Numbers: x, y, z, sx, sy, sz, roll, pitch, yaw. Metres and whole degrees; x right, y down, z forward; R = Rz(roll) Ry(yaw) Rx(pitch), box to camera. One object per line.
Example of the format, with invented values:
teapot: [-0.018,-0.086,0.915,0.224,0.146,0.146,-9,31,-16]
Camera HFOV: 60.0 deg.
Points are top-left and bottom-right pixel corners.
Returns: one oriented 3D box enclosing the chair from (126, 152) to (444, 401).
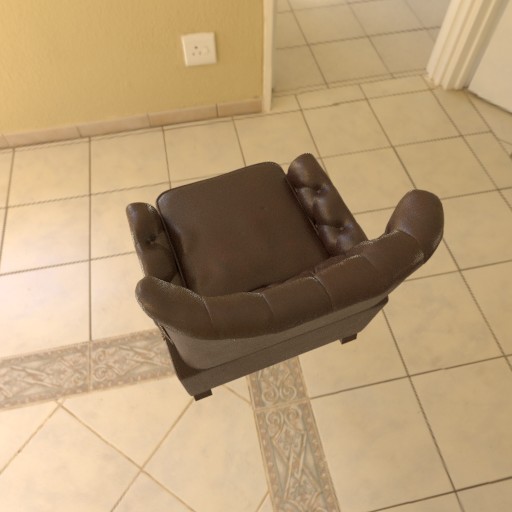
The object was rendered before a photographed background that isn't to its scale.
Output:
chair: [0.000,0.000,1.420,0.709,0.864,0.823,-18,60,-11]
